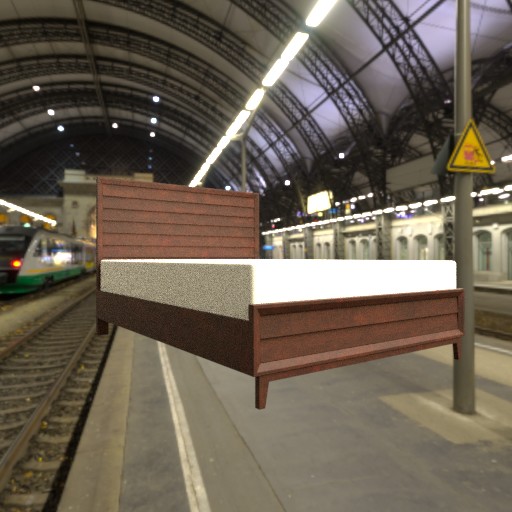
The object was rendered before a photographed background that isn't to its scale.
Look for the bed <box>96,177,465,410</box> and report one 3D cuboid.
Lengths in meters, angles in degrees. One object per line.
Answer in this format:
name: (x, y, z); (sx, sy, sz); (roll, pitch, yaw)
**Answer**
bed: (0.000, 0.000, 3.153); (1.600, 1.270, 2.184); (0, 0, -36)
